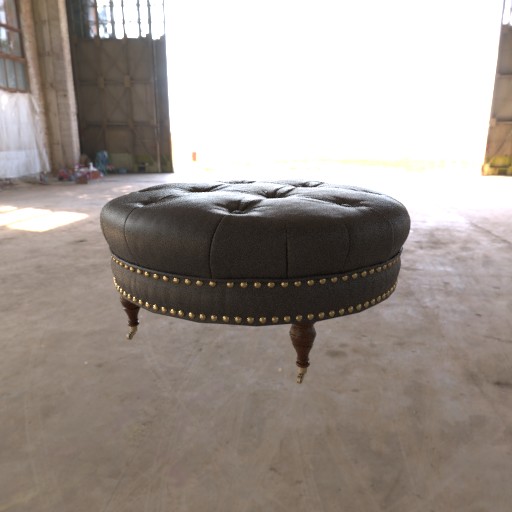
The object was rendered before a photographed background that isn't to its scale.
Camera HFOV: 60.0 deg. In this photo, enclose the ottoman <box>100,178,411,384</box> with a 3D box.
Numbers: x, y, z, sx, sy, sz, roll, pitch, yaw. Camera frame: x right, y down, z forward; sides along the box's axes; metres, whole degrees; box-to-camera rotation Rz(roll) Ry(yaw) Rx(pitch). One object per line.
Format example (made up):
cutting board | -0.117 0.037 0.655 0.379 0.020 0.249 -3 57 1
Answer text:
ottoman | 0.000 0.000 1.374 0.901 0.439 0.901 0 15 0
